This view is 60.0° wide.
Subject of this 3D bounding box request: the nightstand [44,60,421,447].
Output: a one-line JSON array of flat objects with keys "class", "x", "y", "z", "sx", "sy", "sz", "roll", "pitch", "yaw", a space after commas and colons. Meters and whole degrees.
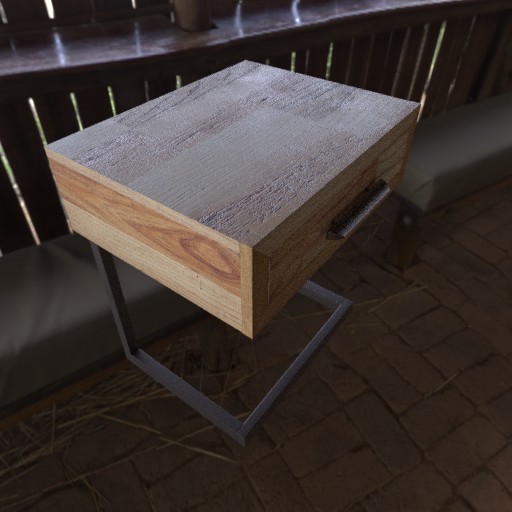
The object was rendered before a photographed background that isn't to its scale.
[{"class": "nightstand", "x": 0.000, "y": 0.000, "z": 1.016, "sx": 0.481, "sy": 0.632, "sz": 0.558, "roll": 26, "pitch": 48, "yaw": 27}]
